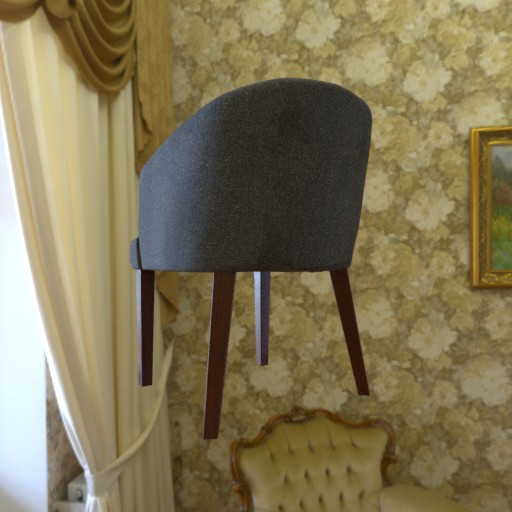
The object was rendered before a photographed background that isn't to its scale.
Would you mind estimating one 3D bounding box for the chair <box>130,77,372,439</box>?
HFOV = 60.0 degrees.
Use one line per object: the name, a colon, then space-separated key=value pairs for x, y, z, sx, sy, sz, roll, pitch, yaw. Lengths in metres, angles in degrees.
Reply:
chair: x=0.000 y=0.000 z=1.288 sx=0.583 sy=0.811 sz=0.655 roll=0 pitch=0 yaw=-35
